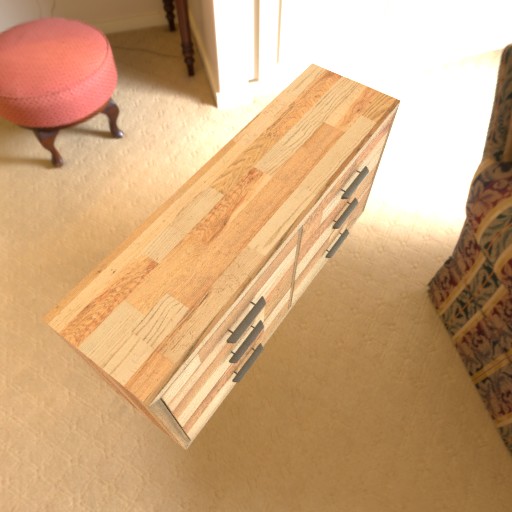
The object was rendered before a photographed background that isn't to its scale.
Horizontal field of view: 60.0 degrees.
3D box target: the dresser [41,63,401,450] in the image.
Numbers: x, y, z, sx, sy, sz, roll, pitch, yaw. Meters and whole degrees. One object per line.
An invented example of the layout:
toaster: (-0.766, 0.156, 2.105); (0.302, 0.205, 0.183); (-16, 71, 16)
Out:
dresser: (0.000, 0.000, 1.950); (0.487, 0.834, 1.547); (31, 63, 18)
